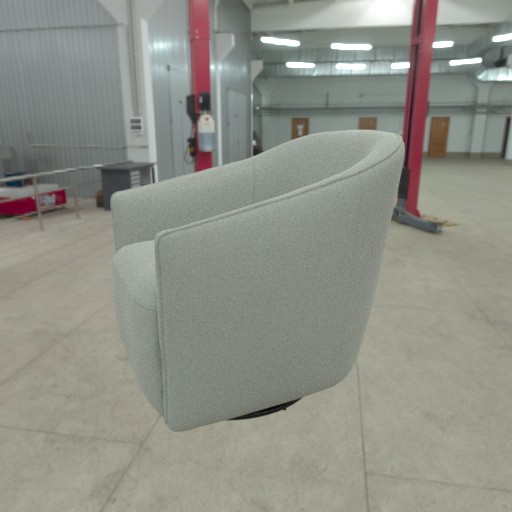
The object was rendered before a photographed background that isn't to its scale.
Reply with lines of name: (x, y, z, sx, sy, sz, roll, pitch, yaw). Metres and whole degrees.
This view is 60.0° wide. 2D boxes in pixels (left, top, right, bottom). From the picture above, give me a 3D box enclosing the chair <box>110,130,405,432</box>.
chair: (0.000, 0.000, 1.459, 0.875, 0.799, 0.747, -7, 17, -24)
